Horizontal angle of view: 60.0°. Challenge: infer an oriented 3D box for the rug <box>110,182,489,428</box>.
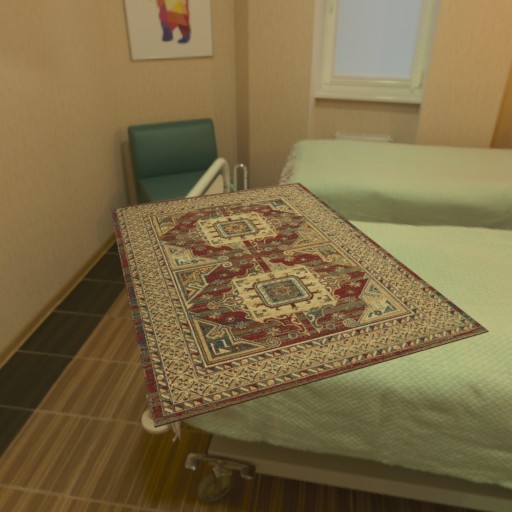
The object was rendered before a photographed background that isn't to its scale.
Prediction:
[{"bbox_3d":[0.000,0.000,4.122,2.381,0.013,3.197,-10,32,-17],"label":"rug"}]
